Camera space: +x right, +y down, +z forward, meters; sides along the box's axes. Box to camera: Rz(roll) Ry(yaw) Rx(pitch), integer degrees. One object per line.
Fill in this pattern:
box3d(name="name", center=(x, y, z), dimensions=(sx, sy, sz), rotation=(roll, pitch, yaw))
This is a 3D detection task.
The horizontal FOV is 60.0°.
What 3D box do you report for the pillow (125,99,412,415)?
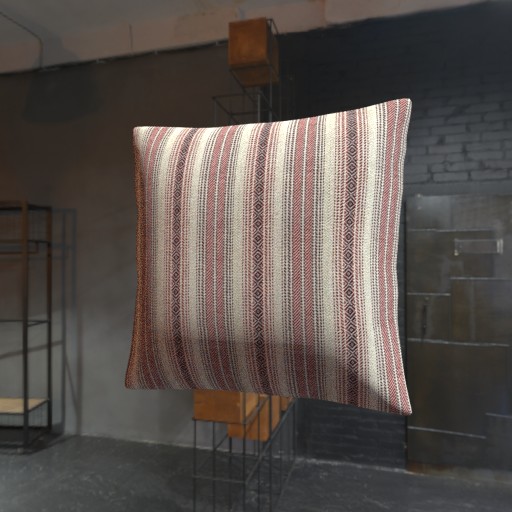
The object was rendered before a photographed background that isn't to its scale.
box3d(name="pillow", center=(0.000, 0.000, 0.770), dimensions=(0.513, 0.497, 0.166), rotation=(0, -1, 17))
